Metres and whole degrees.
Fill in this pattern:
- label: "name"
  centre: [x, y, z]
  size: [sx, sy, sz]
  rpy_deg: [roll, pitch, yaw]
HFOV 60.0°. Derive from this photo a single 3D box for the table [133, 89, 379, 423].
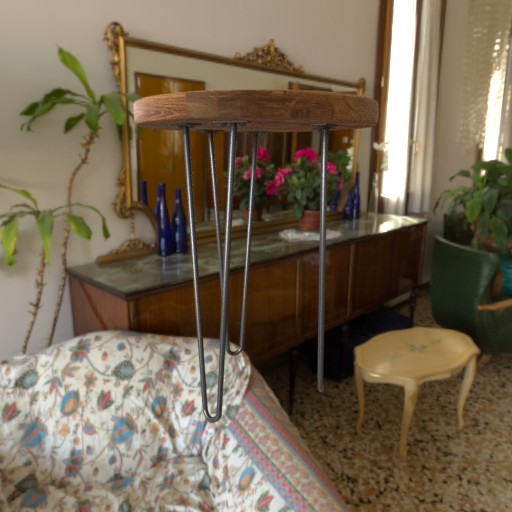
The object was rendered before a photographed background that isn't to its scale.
- label: "table"
  centre: [0.000, 0.000, 0.805]
  size: [0.400, 0.520, 0.400]
  rpy_deg: [0, 13, 0]
